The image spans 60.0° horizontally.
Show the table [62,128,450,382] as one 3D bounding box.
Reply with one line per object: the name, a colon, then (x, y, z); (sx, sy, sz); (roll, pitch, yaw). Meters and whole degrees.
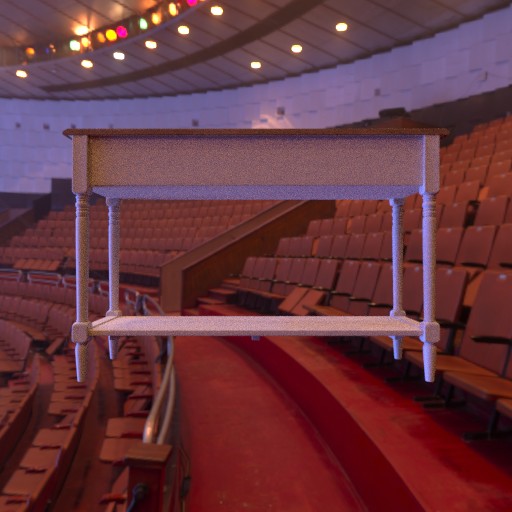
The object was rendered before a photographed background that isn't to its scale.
table: (0.000, 0.000, 1.592); (1.219, 0.800, 0.399); (0, 0, 0)
